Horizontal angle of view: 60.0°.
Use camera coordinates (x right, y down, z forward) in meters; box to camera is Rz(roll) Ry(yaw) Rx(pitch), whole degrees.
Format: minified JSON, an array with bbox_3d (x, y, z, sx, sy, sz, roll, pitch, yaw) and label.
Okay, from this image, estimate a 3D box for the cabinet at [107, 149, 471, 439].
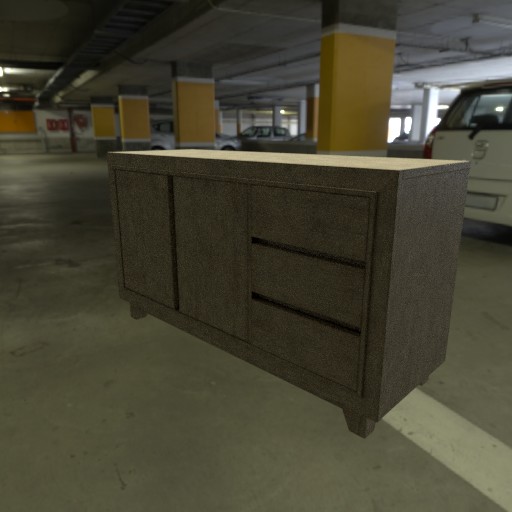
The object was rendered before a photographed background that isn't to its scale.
[{"bbox_3d":[0.000,0.000,1.868,1.460,0.825,0.511,15,21,42],"label":"cabinet"}]
